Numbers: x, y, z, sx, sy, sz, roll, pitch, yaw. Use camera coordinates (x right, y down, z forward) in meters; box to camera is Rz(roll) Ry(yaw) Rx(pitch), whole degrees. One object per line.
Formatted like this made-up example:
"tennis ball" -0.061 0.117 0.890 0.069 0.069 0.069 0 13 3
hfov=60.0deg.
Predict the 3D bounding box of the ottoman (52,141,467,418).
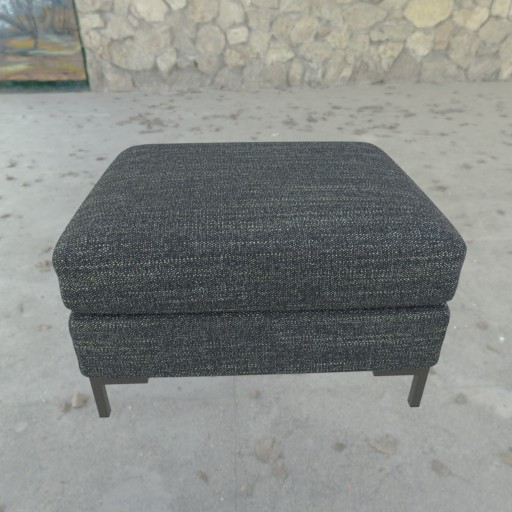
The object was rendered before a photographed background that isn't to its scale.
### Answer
"ottoman" 0.000 0.000 1.195 0.814 0.491 0.667 -1 31 -2
